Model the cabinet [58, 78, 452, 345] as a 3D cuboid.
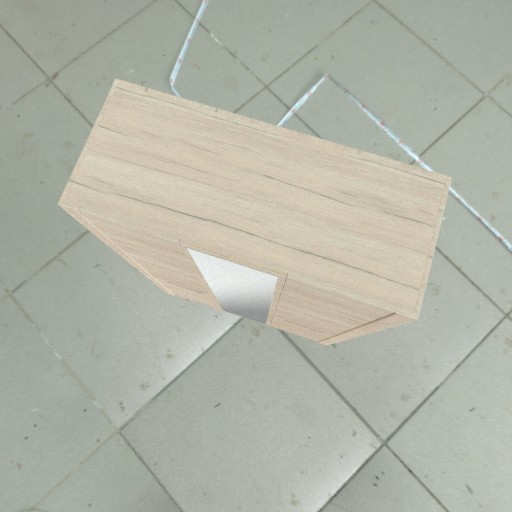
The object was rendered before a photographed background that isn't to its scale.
[{"bbox_3d":[0.000,0.000,2.699,1.400,2.070,0.580,18,77,4],"label":"cabinet"}]
